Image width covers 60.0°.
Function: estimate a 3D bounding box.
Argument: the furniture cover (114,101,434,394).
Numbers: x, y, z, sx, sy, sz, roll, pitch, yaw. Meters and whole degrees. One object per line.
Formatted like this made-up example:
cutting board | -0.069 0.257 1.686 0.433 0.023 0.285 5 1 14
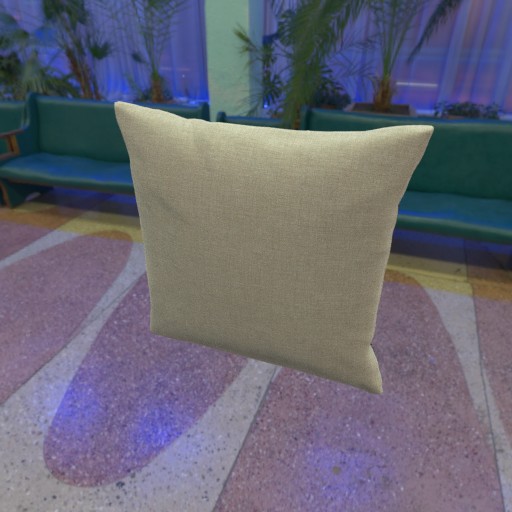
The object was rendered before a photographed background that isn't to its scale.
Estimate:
furniture cover | 0.000 0.000 0.802 0.517 0.508 0.158 11 32 18
